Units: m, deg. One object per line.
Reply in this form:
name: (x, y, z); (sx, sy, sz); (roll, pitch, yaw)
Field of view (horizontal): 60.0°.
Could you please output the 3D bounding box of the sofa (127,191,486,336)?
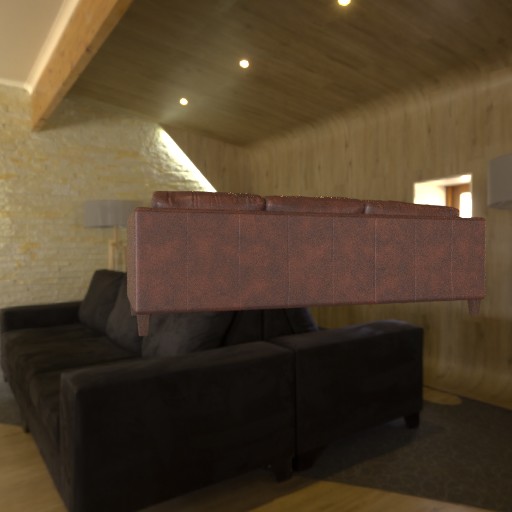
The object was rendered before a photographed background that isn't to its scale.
sofa: (0.000, 0.000, 4.262); (2.438, 0.836, 3.152); (0, 1, -19)
